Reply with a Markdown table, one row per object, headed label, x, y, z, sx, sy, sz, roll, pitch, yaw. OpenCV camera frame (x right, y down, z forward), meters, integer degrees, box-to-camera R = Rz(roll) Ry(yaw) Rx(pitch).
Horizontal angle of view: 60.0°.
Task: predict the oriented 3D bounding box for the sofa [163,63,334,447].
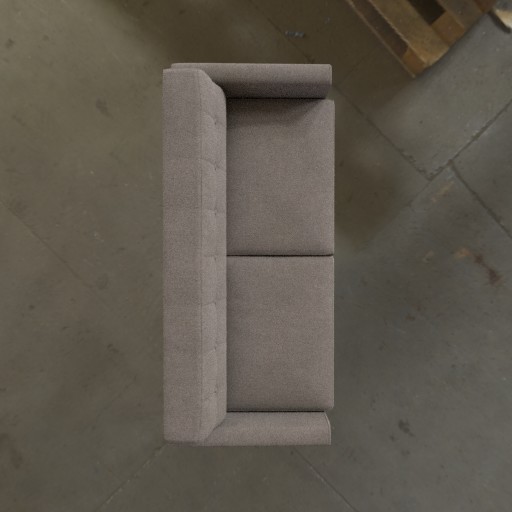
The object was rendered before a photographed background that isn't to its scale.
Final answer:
| label | x | y | z | sx | sy | sz | roll | pitch | yaw |
| --- | --- | --- | --- | --- | --- | --- | --- | --- | --- |
| sofa | 0.000 | 0.000 | 2.495 | 0.909 | 0.841 | 2.029 | 0 | 91 | -1 |
